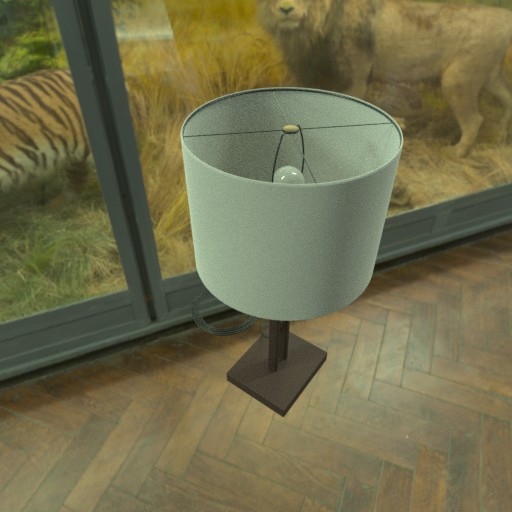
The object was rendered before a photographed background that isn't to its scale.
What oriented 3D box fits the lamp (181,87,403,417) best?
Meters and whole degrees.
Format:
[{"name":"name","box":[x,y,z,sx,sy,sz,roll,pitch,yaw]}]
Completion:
[{"name":"lamp","box":[0.000,0.000,0.987,0.525,0.668,0.396,26,47,27]}]
